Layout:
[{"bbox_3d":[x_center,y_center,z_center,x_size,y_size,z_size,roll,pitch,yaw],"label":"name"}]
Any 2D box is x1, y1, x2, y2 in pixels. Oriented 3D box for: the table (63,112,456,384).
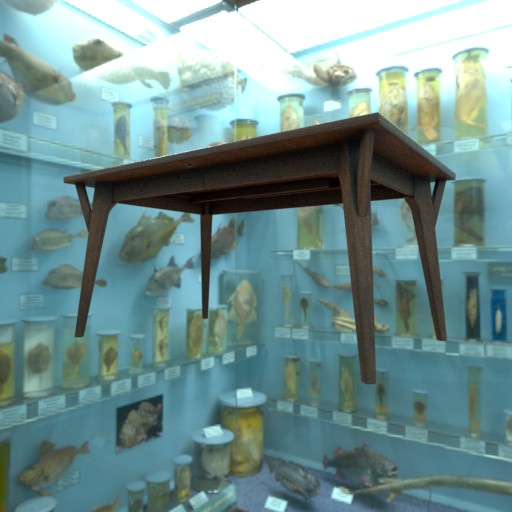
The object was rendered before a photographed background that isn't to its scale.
[{"bbox_3d":[0.000,0.000,2.045,1.524,0.761,0.990,-1,-2,35],"label":"table"}]
